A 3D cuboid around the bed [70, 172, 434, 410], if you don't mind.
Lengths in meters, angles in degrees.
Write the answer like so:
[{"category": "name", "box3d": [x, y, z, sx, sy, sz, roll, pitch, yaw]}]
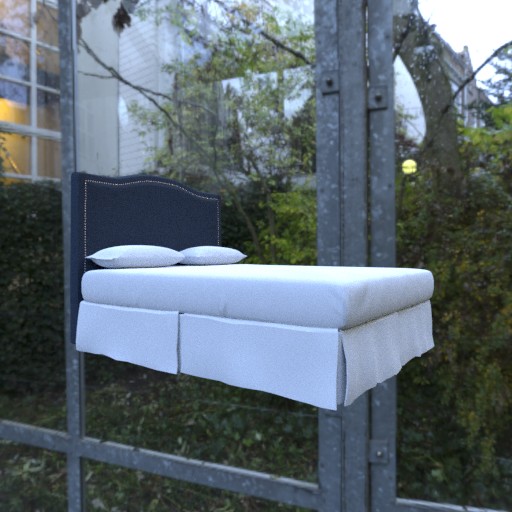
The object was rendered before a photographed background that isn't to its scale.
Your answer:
[{"category": "bed", "box3d": [0.000, 0.000, 3.428, 2.282, 1.436, 1.821, 0, 1, 35]}]
